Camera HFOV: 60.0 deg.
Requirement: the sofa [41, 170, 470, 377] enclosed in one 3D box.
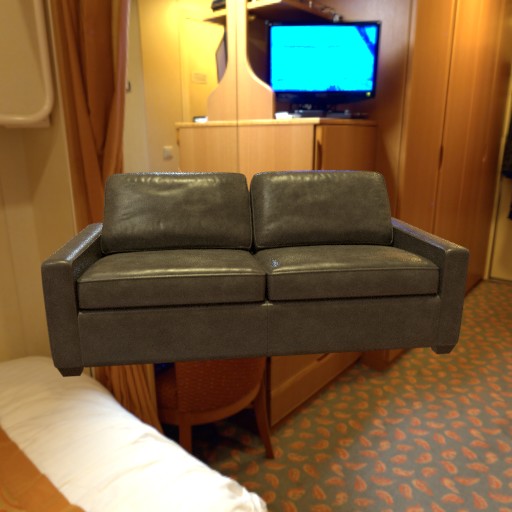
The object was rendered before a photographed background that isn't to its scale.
[{"bbox_3d":[0.000,0.000,2.560,2.081,0.916,0.939,-2,15,-7],"label":"sofa"}]
